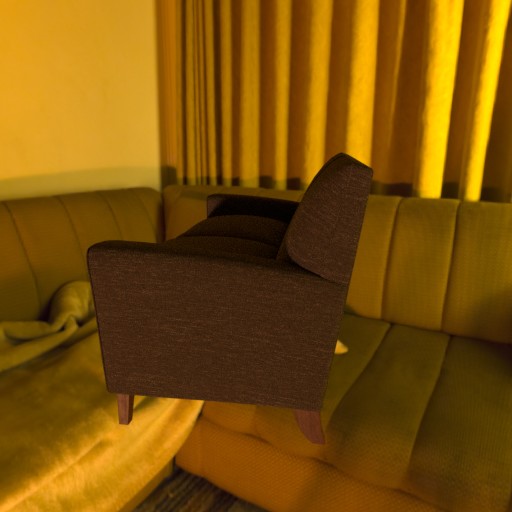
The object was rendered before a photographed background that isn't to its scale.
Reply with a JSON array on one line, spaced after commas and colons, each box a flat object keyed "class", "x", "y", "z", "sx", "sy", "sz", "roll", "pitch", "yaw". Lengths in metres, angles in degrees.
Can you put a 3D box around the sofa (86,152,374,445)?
[{"class": "sofa", "x": 0.000, "y": 0.000, "z": 2.035, "sx": 0.867, "sy": 0.905, "sz": 1.509, "roll": 2, "pitch": 14, "yaw": 9}]
